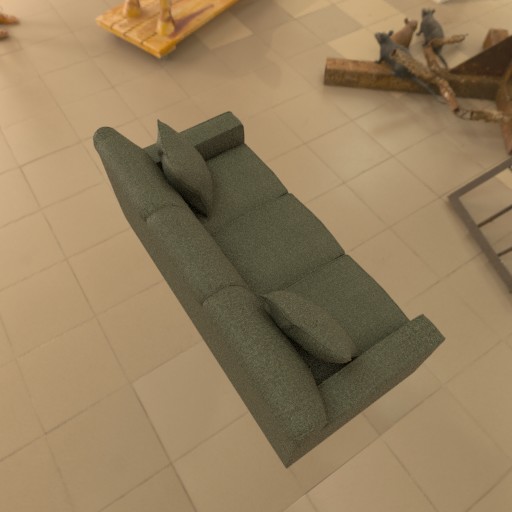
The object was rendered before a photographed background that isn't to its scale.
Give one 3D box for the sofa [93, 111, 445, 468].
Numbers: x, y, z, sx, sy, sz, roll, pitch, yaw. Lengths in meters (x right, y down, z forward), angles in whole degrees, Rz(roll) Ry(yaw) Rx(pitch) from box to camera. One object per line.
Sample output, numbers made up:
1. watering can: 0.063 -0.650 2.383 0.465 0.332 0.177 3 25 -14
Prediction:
1. sofa: 0.000 0.000 2.618 0.997 0.958 2.024 -30 62 -17
